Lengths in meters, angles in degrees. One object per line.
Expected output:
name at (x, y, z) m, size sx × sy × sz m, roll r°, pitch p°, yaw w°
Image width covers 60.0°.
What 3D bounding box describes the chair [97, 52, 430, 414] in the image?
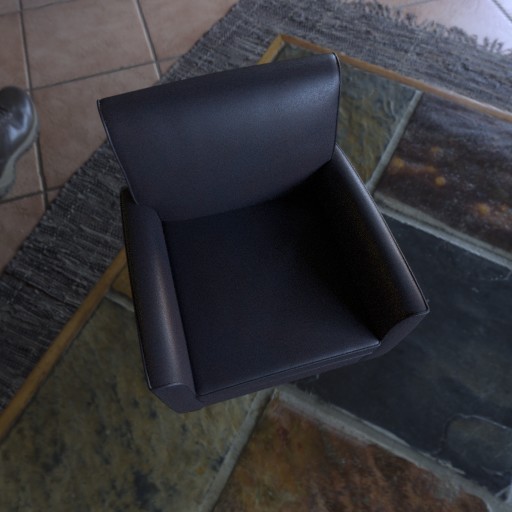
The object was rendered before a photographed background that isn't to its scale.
chair at (0.000, 0.000, 1.541) m, size 0.820 × 0.916 × 0.819 m, roll -14°, pitch 64°, yaw -7°
